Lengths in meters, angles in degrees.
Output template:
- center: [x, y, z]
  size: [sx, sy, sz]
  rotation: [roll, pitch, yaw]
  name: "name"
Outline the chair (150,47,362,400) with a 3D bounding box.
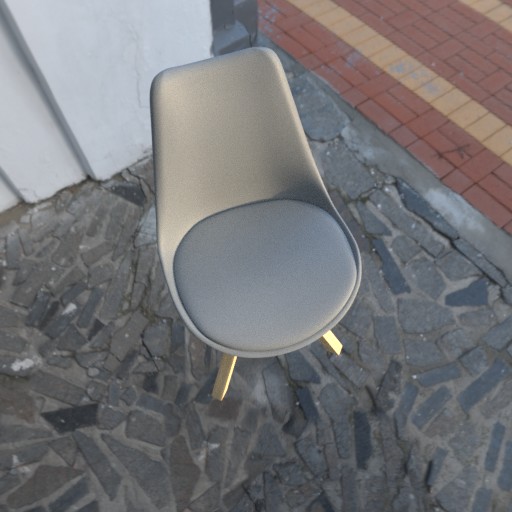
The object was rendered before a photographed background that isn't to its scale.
- center: [0.000, 0.000, 1.182]
  size: [0.485, 0.850, 0.549]
  rotation: [-19, 63, -10]
  name: "chair"
